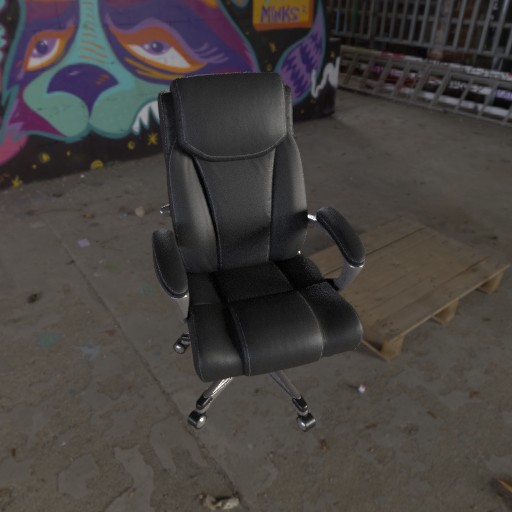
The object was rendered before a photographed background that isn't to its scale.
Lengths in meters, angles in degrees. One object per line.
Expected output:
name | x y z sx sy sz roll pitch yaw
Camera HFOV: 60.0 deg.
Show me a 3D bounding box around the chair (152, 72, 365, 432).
chair | 0.000 0.000 1.638 0.741 1.167 0.784 -9 33 -14
